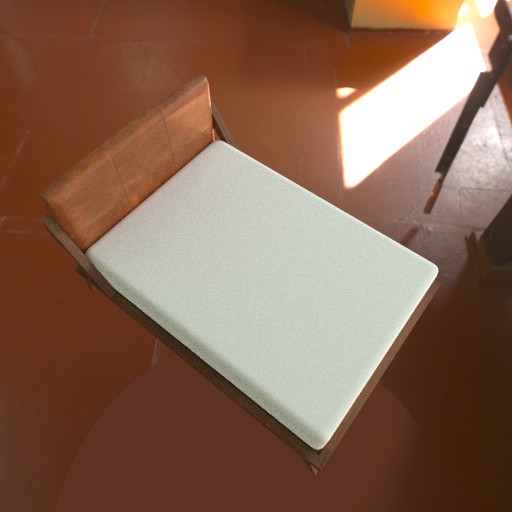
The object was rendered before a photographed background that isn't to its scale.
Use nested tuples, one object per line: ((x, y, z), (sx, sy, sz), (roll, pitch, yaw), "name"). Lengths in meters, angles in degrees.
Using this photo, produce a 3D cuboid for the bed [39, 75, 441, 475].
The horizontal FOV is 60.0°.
((0.000, 0.000, 3.180), (2.311, 1.168, 1.651), (34, 64, 19), "bed")
